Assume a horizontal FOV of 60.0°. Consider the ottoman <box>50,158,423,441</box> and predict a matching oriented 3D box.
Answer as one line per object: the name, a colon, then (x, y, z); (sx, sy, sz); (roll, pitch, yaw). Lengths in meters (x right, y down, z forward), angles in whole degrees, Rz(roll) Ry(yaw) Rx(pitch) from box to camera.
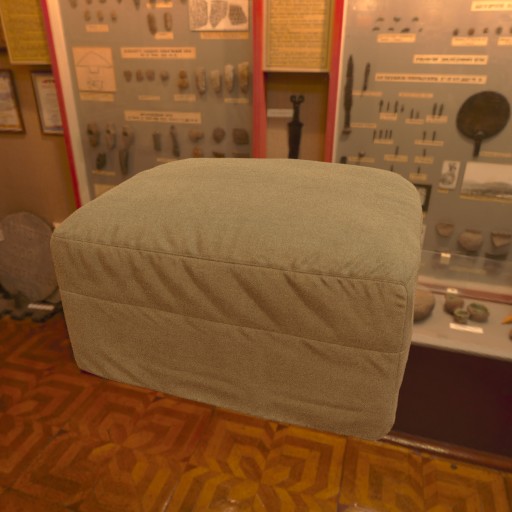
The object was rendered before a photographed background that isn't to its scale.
ottoman: (0.000, 0.000, 1.222); (0.837, 0.481, 0.683); (8, 27, 17)
